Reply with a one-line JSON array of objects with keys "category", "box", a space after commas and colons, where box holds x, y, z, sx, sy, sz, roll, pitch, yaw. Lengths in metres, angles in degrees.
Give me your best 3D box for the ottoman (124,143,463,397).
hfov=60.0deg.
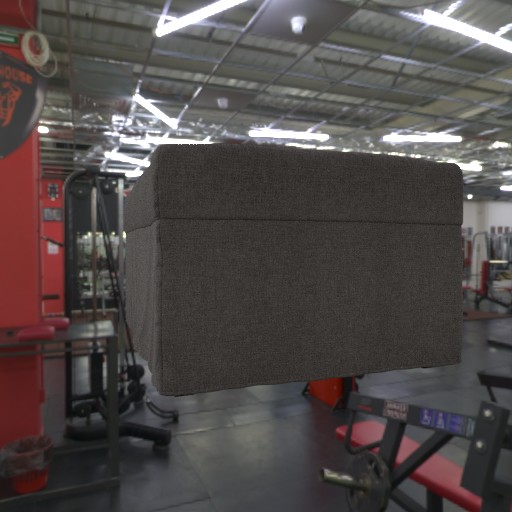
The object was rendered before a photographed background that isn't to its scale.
[{"category": "ottoman", "box": [0.000, 0.000, 1.205, 0.652, 0.492, 0.833, 0, 1, -20]}]
